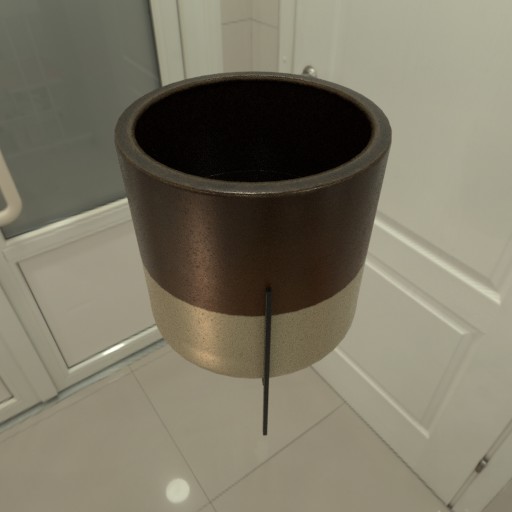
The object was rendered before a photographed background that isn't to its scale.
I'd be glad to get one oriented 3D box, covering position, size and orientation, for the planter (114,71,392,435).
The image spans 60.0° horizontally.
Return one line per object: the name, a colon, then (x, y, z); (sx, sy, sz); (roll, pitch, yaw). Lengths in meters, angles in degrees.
planter: (0.000, 0.000, 0.711); (0.354, 0.465, 0.345); (-26, 47, -26)
